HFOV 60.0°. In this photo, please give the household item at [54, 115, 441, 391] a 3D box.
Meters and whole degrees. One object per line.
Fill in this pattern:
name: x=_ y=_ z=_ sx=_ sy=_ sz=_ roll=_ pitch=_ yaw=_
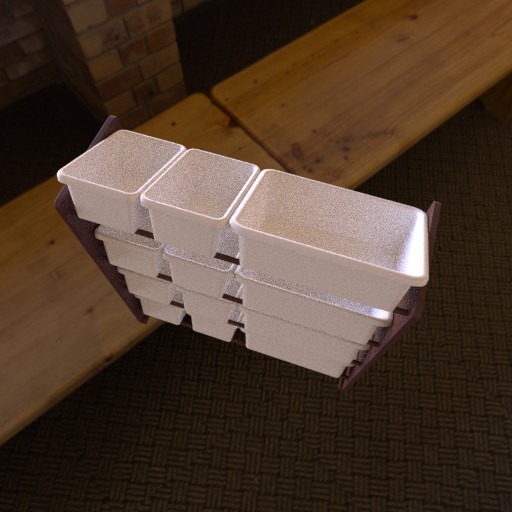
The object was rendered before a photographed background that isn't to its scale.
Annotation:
household item: x=0.000 y=0.000 z=1.287 sx=0.787 sy=0.864 sz=0.389 roll=17 pitch=64 yaw=8
